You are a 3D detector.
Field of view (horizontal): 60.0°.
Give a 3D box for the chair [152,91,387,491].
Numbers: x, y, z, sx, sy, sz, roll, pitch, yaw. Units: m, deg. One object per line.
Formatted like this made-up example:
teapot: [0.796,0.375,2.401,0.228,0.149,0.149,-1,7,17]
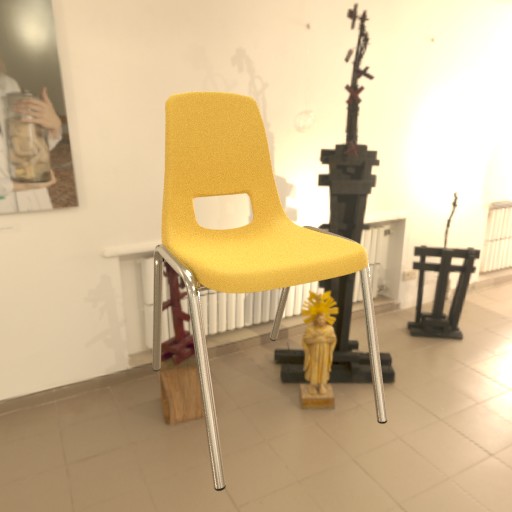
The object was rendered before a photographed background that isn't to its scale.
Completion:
chair: [0.000,0.000,0.905,0.381,0.653,0.436,-9,19,-27]
